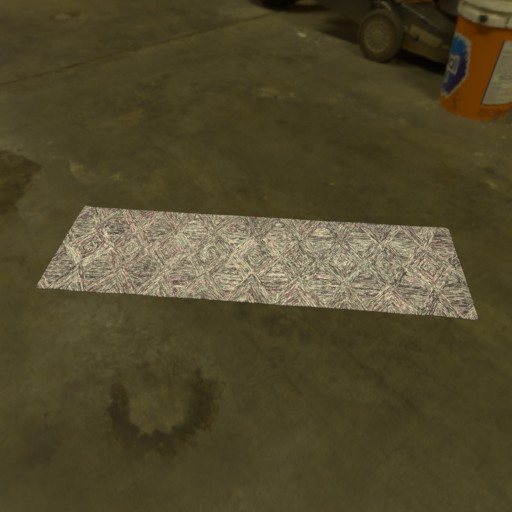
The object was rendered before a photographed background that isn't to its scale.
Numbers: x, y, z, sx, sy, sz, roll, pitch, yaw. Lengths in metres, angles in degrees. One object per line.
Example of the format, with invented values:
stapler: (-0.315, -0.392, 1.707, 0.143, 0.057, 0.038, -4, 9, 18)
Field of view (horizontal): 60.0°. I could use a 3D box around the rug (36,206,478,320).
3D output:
rug: (0.000, 0.000, 2.544, 2.305, 0.013, 0.719, 4, 44, 4)
